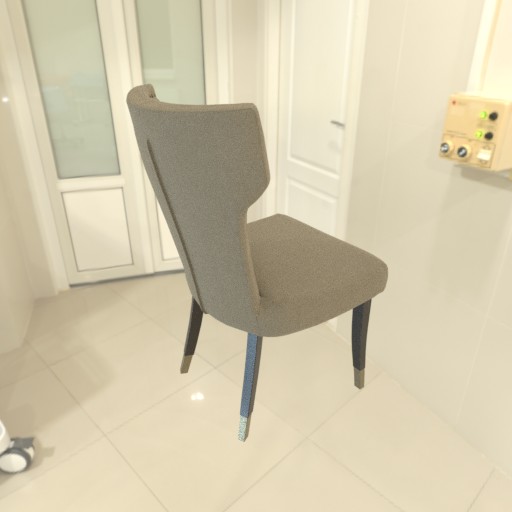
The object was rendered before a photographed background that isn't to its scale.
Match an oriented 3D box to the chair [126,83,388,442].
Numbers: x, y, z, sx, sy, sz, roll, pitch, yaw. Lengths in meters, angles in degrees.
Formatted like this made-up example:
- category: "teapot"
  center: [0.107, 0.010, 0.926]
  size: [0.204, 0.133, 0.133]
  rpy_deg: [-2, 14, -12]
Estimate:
- category: "chair"
  center: [0.000, 0.000, 1.326]
  size: [0.630, 0.955, 0.526]
  rpy_deg: [-19, 33, -33]
